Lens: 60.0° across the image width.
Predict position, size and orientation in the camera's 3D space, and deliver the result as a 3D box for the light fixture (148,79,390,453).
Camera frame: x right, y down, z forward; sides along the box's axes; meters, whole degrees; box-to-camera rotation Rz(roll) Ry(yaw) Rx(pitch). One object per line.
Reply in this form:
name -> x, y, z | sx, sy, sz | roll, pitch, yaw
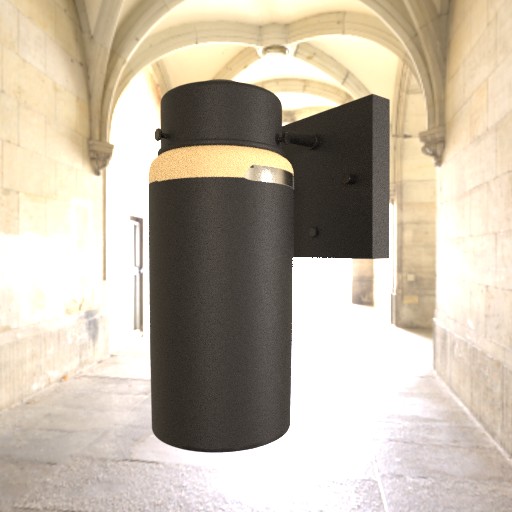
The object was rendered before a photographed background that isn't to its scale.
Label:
light fixture -> 0.000, 0.000, 0.360 | 0.176, 0.257, 0.130 | 0, 0, -37
